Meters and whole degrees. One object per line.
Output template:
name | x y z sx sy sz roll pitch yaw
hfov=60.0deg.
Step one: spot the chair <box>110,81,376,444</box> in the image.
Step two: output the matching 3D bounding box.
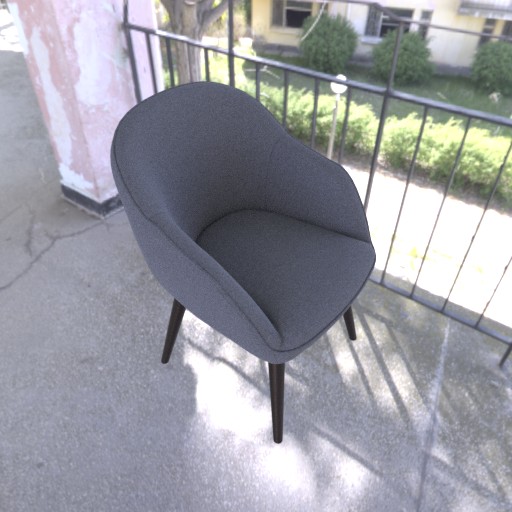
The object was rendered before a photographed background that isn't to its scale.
chair | 0.000 0.000 1.262 0.611 0.810 0.589 26 47 27
